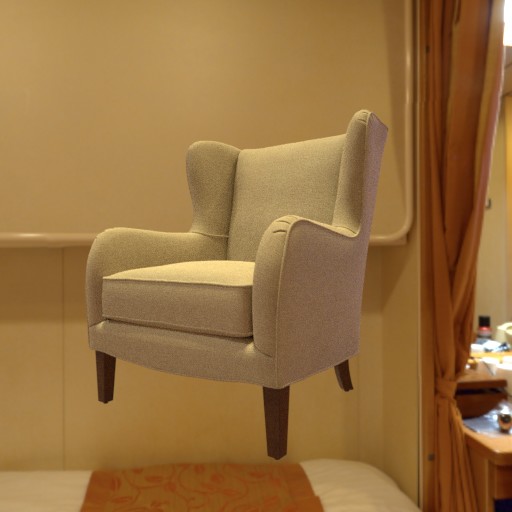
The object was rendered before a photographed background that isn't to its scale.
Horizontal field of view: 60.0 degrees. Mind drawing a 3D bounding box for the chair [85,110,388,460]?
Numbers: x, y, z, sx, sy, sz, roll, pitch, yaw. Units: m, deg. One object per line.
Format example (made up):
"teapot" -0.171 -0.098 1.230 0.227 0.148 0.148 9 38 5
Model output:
"chair" 0.000 0.000 1.690 0.838 1.040 0.966 0 1 36
